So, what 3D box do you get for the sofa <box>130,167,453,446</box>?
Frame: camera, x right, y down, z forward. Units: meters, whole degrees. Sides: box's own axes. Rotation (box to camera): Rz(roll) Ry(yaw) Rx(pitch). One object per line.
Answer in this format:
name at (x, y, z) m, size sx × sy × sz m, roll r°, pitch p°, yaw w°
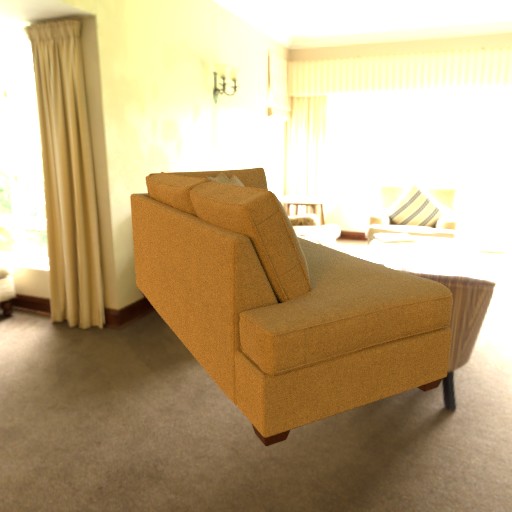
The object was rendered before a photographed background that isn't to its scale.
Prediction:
sofa at (0.000, 0.000, 2.824) m, size 1.110 × 1.019 × 2.238 m, roll -7°, pitch 16°, yaw -26°
